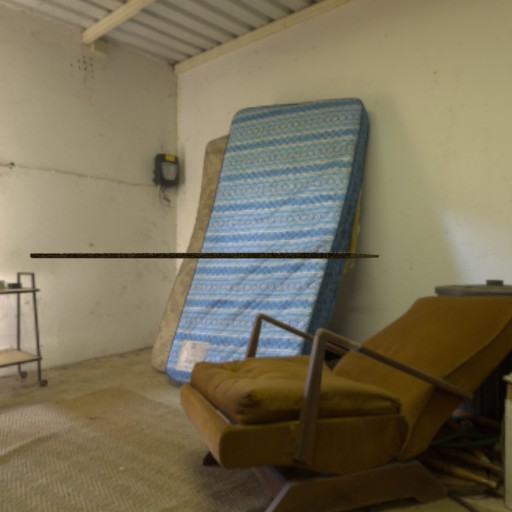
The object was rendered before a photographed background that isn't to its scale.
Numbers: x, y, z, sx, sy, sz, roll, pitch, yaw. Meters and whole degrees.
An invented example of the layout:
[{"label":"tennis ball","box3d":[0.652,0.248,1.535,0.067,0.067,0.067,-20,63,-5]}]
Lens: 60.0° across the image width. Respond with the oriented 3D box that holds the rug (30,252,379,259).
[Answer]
[{"label":"rug","box3d":[0.000,0.000,2.985,1.501,0.025,2.352,0,0,18]}]
